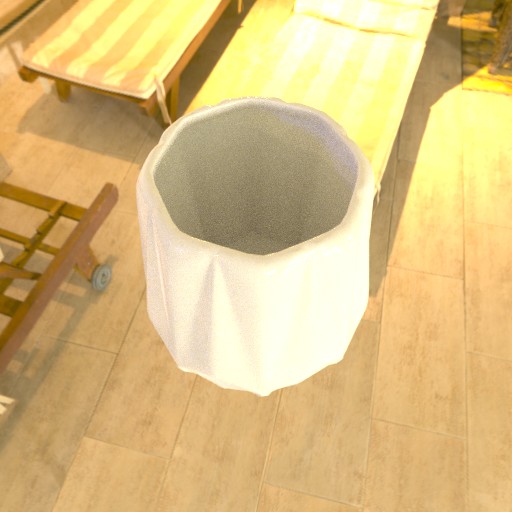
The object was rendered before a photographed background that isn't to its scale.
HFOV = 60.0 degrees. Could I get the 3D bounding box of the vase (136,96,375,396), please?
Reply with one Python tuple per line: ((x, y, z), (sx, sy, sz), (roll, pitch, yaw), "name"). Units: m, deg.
((0.000, 0.000, 0.262), (0.141, 0.152, 0.141), (0, 58, 0), "vase")
